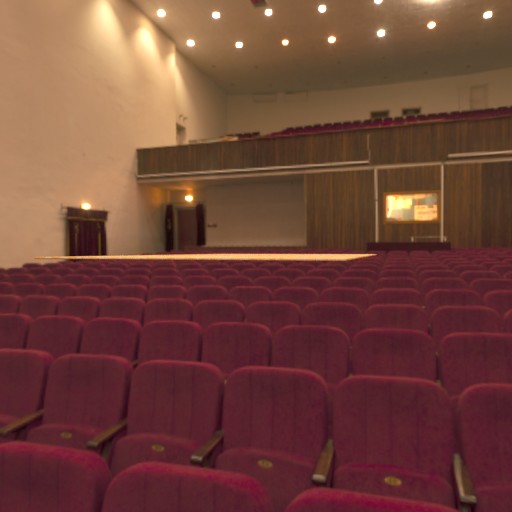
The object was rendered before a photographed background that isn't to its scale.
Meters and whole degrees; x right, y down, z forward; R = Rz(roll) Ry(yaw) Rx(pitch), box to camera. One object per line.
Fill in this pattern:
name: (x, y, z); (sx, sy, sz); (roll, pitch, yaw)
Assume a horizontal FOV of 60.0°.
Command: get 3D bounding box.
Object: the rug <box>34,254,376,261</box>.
rug: (0.000, 0.000, 3.084); (1.511, 0.010, 2.424); (0, 1, 18)
